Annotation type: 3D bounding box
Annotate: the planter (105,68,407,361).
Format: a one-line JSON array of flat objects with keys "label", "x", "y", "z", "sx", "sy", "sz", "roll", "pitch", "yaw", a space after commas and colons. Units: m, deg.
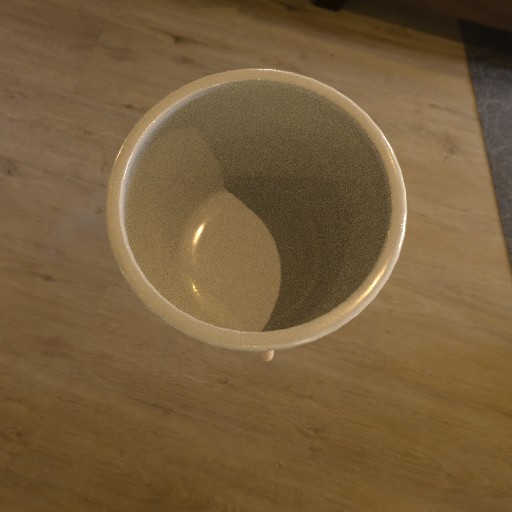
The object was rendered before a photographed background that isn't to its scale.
[{"label": "planter", "x": 0.000, "y": 0.000, "z": 0.580, "sx": 0.265, "sy": 0.404, "sz": 0.265, "roll": 33, "pitch": 77, "yaw": 8}]
